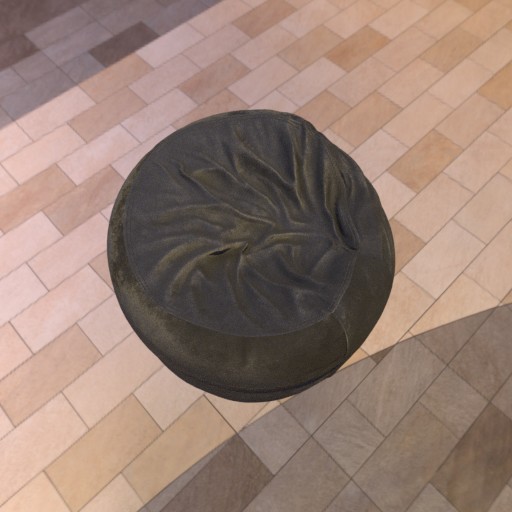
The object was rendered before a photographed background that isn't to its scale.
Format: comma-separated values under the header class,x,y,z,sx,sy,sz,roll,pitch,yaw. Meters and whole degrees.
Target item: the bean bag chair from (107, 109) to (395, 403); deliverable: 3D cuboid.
class,x,y,z,sx,sy,sz,roll,pitch,yaw
bean bag chair,0.000,0.000,1.508,0.918,0.605,0.918,0,63,0
